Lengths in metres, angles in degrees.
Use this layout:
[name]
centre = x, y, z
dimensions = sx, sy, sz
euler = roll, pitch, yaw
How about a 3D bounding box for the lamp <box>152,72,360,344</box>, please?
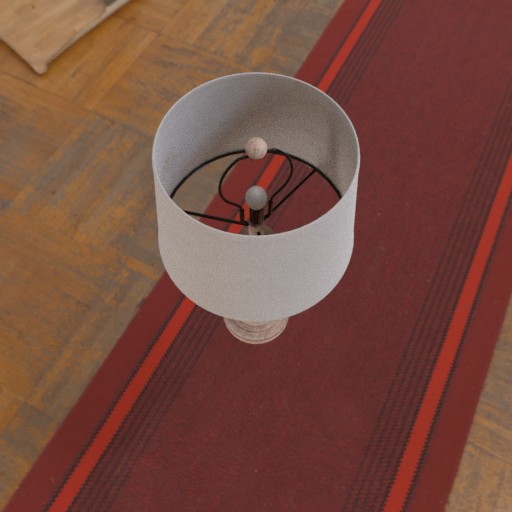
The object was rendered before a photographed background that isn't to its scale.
[lamp]
centre = 0.000, 0.000, 0.875
dimensions = 0.340, 0.678, 0.340
euler = 0, 64, 0
